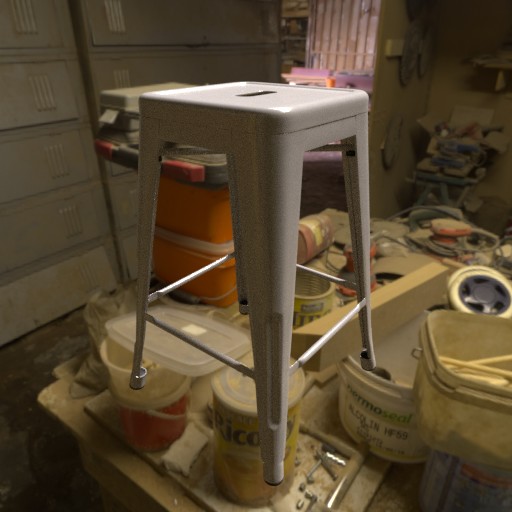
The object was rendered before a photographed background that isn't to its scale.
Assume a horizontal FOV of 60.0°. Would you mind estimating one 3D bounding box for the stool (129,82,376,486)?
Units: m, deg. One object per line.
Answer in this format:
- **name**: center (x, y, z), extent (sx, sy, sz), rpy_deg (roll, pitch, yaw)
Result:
- **stool**: center (0.000, 0.000, 0.872), extent (0.406, 0.610, 0.406), rpy_deg (19, 32, 34)
